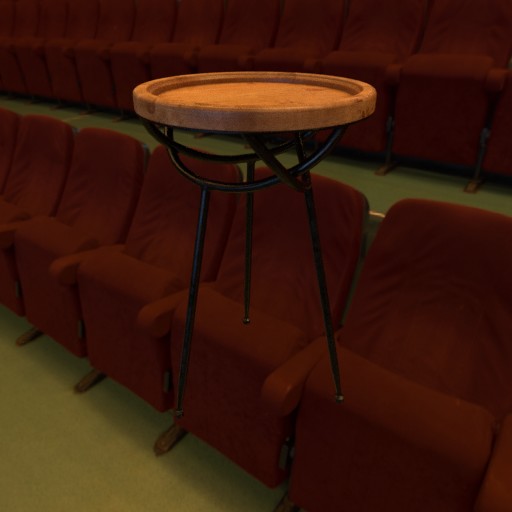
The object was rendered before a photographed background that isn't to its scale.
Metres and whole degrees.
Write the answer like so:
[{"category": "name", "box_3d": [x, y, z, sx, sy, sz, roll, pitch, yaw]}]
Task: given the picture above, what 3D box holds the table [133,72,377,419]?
[{"category": "table", "box_3d": [0.000, 0.000, 0.918, 0.418, 0.664, 0.414, 19, 34, 31]}]
